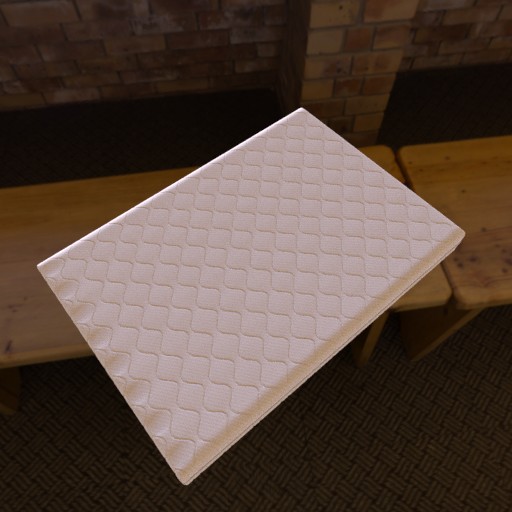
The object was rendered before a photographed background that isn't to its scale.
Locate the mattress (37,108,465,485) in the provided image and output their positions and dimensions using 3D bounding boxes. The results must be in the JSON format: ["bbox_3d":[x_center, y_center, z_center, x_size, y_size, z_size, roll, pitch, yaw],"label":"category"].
[{"bbox_3d":[0.000,0.000,2.553,2.000,0.200,1.400,-36,65,-19],"label":"mattress"}]
